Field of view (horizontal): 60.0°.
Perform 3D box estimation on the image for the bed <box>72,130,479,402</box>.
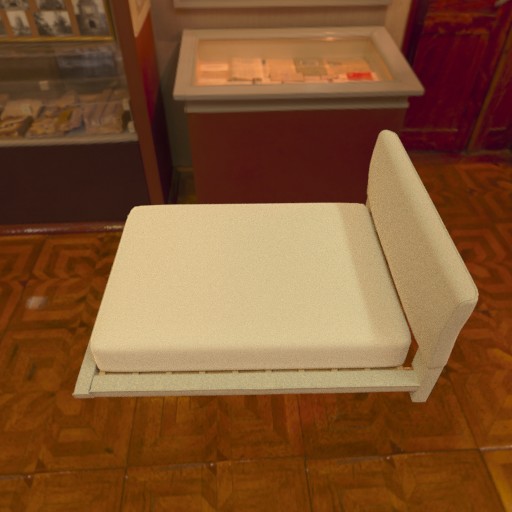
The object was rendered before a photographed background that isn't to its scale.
[{"bbox_3d":[0.000,0.000,3.271,2.368,1.067,1.840,-1,43,-1],"label":"bed"}]
